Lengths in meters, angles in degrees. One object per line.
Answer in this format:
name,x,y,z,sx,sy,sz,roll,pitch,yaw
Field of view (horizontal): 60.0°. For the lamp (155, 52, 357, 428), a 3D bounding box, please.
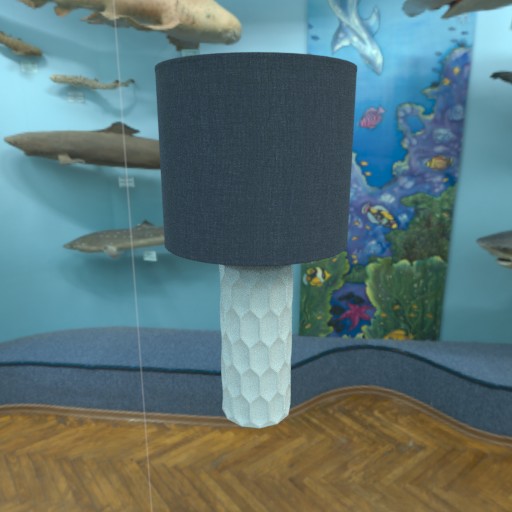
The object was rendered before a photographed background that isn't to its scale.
lamp,0.000,0.000,0.688,0.277,0.537,0.277,2,15,9
